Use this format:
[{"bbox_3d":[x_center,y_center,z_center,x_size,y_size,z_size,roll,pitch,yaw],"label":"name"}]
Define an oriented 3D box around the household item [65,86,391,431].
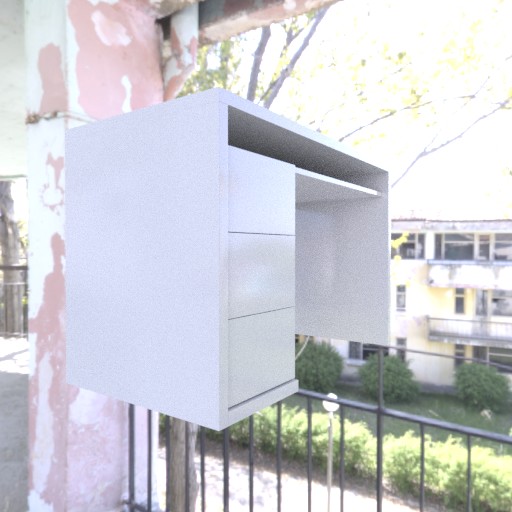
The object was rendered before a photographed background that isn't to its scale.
[{"bbox_3d":[0.000,0.000,1.581,0.597,0.749,1.100,1,1,36],"label":"household item"}]
